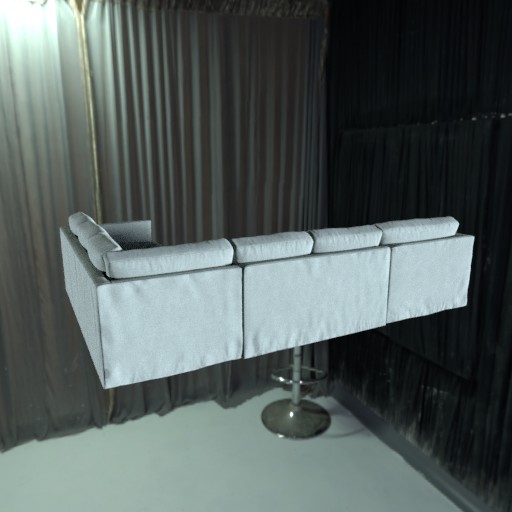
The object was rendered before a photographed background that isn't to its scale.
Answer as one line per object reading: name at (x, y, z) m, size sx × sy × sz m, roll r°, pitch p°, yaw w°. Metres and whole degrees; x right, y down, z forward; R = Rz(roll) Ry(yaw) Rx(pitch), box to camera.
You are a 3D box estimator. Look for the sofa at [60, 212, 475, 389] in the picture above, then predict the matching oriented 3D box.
sofa at (0.000, 0.000, 4.490) m, size 3.434 × 0.869 × 2.440 m, roll -7°, pitch 15°, yaw -27°
